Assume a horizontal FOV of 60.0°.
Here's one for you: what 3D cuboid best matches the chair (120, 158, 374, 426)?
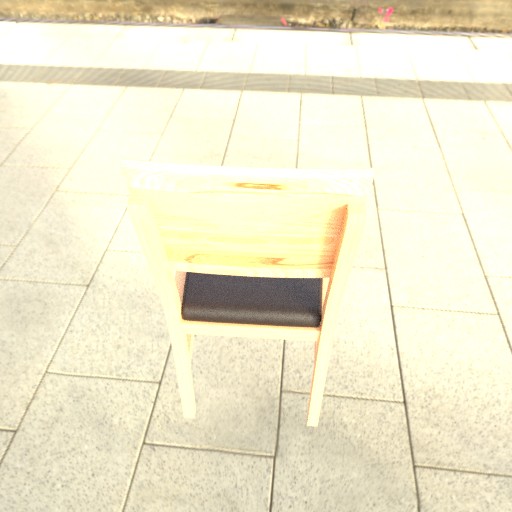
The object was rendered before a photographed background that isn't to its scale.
[{"bbox_3d":[0.000,0.000,1.254,0.475,0.950,0.560,3,46,3],"label":"chair"}]
